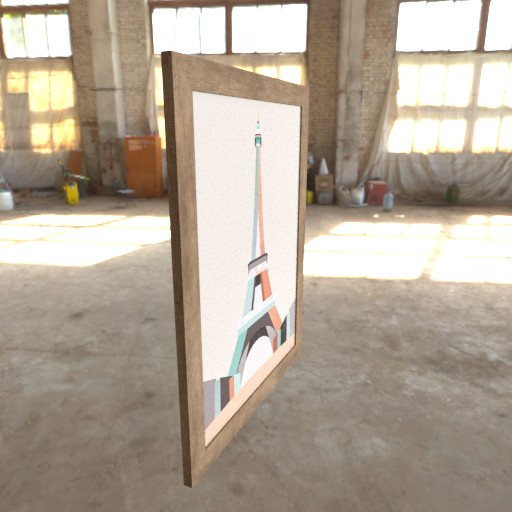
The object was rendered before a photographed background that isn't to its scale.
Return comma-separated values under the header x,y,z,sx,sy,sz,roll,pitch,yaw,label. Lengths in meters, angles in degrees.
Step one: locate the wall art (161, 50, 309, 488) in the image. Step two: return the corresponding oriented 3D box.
x,y,z,sx,sy,sz,roll,pitch,yaw,label
0.000,0.000,0.898,0.018,0.686,0.534,7,17,25,wall art
